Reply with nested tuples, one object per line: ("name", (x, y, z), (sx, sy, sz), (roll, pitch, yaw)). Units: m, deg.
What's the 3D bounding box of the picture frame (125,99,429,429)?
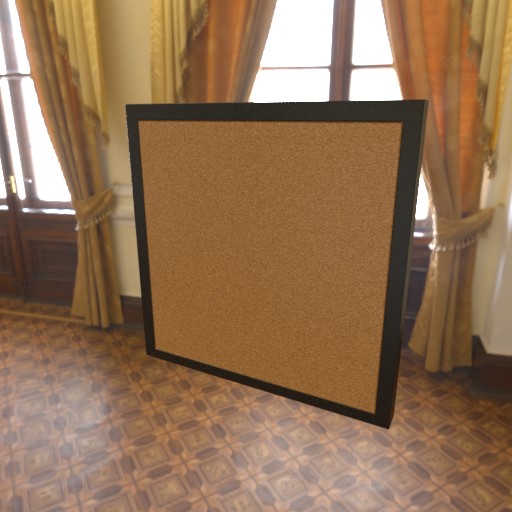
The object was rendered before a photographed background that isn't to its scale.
("picture frame", (0.000, 0.000, 0.539), (0.355, 0.353, 0.029), (9, 20, 26))
